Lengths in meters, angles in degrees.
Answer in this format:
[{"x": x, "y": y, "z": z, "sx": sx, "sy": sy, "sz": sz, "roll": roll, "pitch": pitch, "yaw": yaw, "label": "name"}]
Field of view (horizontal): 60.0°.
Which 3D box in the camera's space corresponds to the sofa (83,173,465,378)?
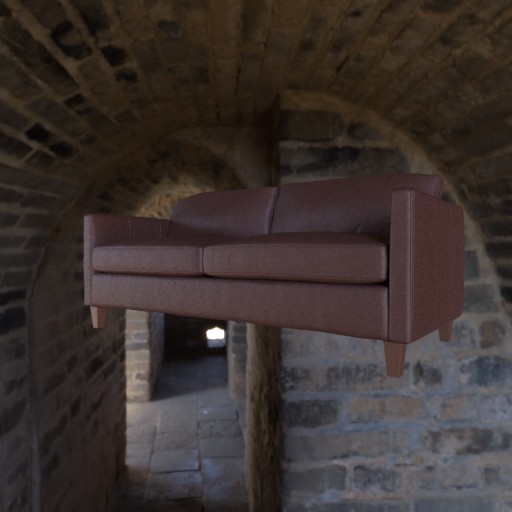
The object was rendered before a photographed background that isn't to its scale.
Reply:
[{"x": 0.000, "y": 0.000, "z": 2.443, "sx": 1.971, "sy": 0.863, "sz": 0.923, "roll": 0, "pitch": 1, "yaw": 36, "label": "sofa"}]
